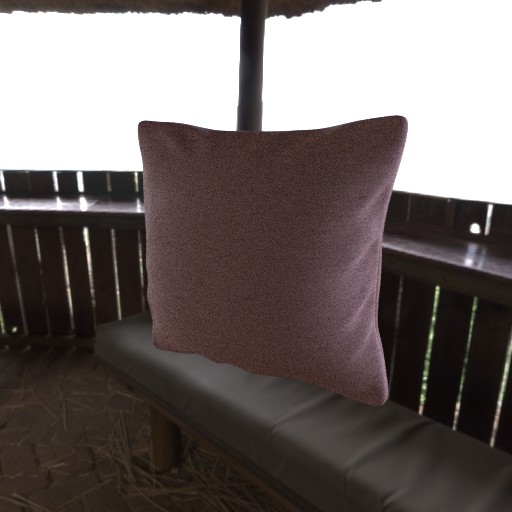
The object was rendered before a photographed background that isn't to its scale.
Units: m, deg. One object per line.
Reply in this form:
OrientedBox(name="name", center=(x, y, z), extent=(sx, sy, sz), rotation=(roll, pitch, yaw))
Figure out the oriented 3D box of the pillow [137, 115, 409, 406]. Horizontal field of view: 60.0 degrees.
OrientedBox(name="pillow", center=(0.000, 0.000, 0.695), extent=(0.432, 0.415, 0.246), rotation=(7, 17, 25))
